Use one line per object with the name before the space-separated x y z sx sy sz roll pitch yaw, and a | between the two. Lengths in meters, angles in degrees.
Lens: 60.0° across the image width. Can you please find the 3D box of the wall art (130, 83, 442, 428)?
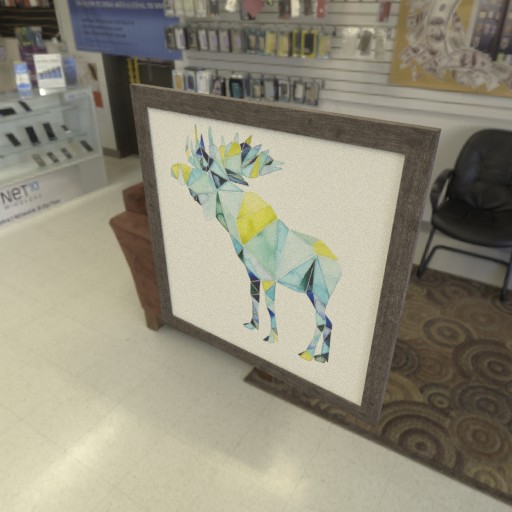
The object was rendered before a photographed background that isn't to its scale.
wall art | 0.000 0.000 0.682 0.457 0.457 0.013 20 36 29
